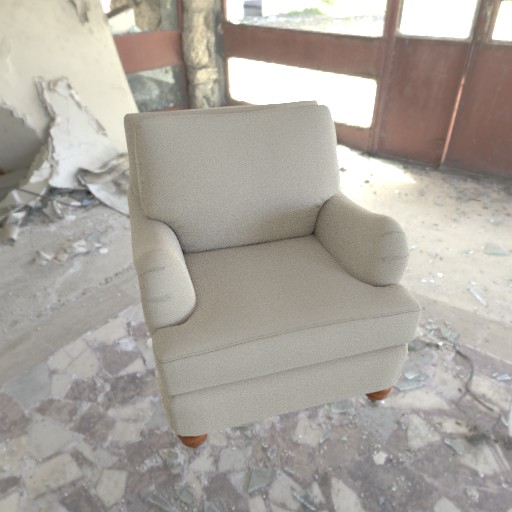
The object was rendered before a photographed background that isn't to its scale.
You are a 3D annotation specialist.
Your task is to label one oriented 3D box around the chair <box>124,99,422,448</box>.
[{"bbox_3d":[0.000,0.000,1.816,0.955,1.038,1.070,-9,34,-13],"label":"chair"}]
